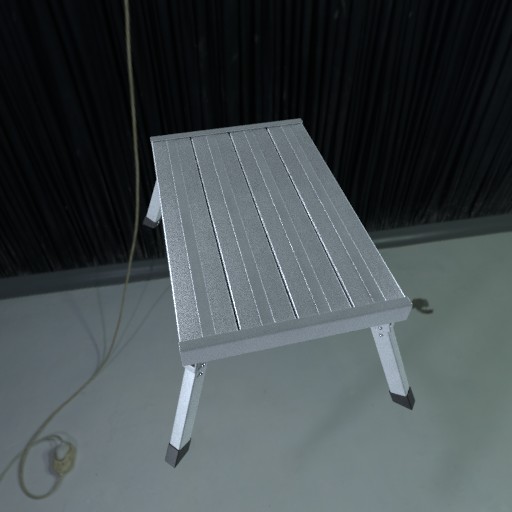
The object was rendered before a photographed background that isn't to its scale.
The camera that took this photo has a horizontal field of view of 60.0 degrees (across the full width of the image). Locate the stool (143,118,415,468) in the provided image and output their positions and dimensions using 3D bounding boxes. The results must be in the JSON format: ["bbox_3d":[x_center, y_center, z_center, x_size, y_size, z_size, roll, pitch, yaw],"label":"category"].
[{"bbox_3d":[0.000,0.000,0.745,0.385,0.225,0.535,-10,47,-9],"label":"stool"}]
